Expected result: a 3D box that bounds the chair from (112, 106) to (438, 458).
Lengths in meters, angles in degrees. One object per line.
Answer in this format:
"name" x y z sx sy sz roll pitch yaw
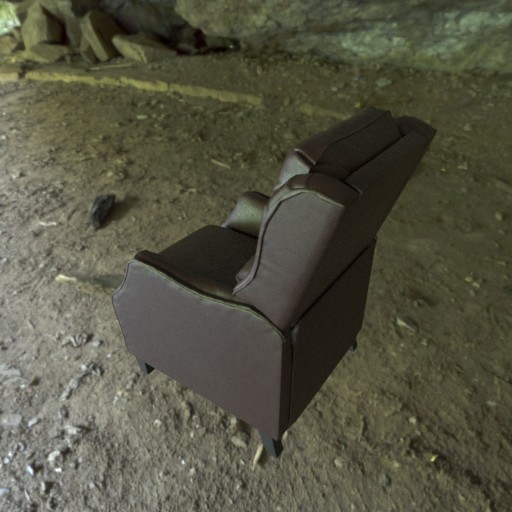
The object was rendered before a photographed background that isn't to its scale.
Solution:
"chair" 0.000 0.000 1.725 0.982 1.132 0.770 20 37 29
